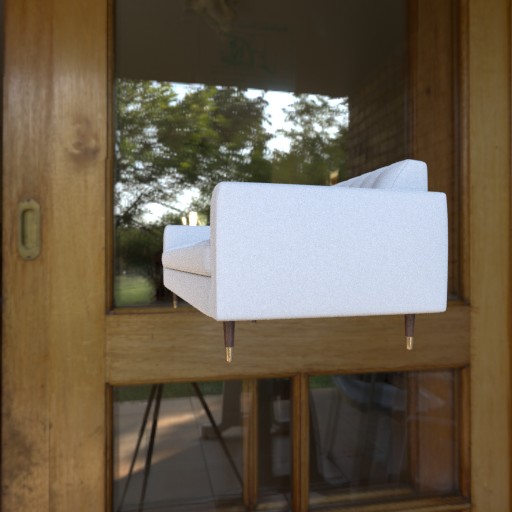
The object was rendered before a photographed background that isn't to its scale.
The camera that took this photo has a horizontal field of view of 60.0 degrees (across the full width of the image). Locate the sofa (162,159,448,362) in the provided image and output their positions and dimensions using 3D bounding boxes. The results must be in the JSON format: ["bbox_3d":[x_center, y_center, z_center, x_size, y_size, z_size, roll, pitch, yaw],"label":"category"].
[{"bbox_3d":[0.000,0.000,2.727,0.990,0.821,2.291,0,0,-16],"label":"sofa"}]
